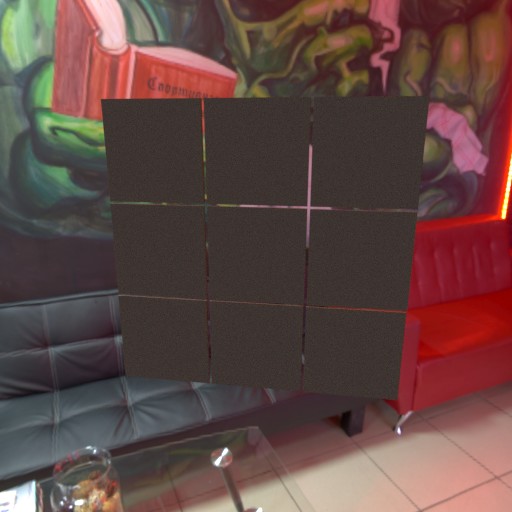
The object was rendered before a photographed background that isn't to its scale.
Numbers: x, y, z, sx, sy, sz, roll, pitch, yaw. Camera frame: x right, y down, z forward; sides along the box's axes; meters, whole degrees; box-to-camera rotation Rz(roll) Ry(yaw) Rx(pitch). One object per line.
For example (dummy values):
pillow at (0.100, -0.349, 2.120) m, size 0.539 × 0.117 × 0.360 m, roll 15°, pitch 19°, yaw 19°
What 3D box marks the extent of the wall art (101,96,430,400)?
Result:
wall art at (0.000, 0.000, 2.257) m, size 1.527 × 1.521 × 0.017 m, roll 2°, pitch 17°, yaw 8°
